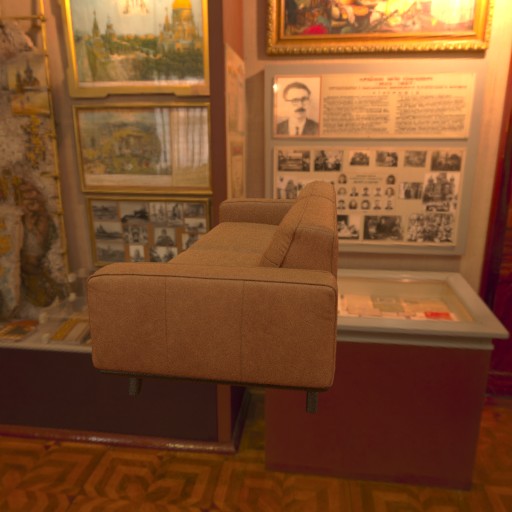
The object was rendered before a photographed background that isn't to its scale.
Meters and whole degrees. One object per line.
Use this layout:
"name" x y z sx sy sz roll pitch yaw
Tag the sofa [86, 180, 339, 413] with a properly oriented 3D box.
"sofa" 0.000 0.000 2.701 0.953 0.780 2.270 2 15 9
